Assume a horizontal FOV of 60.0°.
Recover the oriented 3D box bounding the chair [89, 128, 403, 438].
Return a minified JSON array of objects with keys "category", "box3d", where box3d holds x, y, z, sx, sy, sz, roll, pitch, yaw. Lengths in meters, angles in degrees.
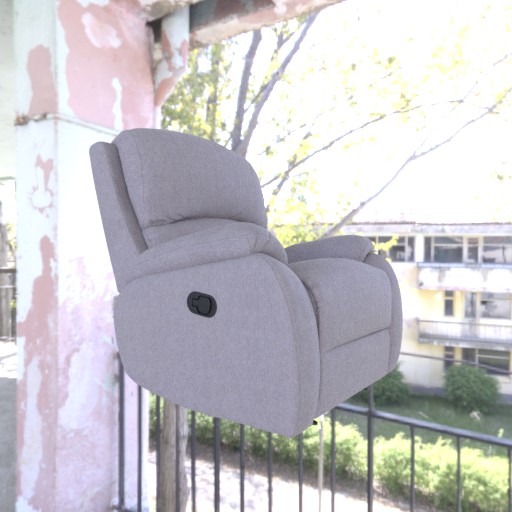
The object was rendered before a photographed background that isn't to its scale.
[{"category":"chair","box3d":[0.000,0.000,1.711,0.899,1.011,0.930,0,0,35]}]
